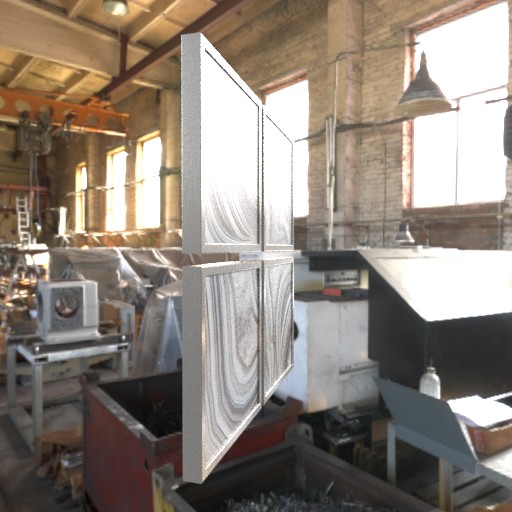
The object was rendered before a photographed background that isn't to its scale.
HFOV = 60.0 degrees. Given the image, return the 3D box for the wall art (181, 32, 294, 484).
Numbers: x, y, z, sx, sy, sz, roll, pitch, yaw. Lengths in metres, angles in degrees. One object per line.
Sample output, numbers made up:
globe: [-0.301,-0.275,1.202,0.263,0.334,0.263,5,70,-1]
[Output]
wall art: [0.000,0.000,0.896,0.029,0.611,0.611,0,1,17]
